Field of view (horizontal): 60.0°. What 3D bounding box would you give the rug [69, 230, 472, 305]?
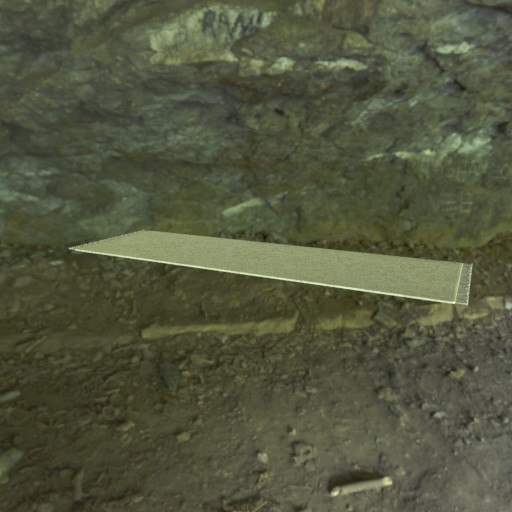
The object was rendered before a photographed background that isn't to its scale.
[{"bbox_3d":[0.000,0.000,2.905,2.544,0.015,0.795,7,15,26],"label":"rug"}]
